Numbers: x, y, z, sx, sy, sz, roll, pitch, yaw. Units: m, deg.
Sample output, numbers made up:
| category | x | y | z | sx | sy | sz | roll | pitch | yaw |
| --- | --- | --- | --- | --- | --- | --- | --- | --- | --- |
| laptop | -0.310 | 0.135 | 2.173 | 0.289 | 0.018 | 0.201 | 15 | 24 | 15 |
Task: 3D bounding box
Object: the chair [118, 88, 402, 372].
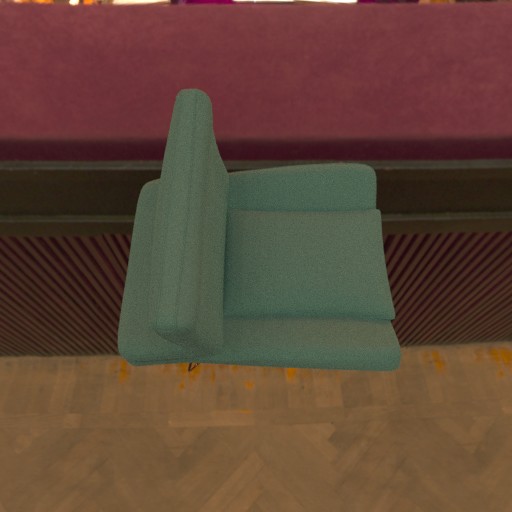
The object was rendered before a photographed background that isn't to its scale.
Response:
| category | x | y | z | sx | sy | sz | roll | pitch | yaw |
| --- | --- | --- | --- | --- | --- | --- | --- | --- | --- |
| chair | 0.000 | 0.000 | 1.669 | 1.008 | 0.855 | 0.859 | 0 | 63 | 0 |
